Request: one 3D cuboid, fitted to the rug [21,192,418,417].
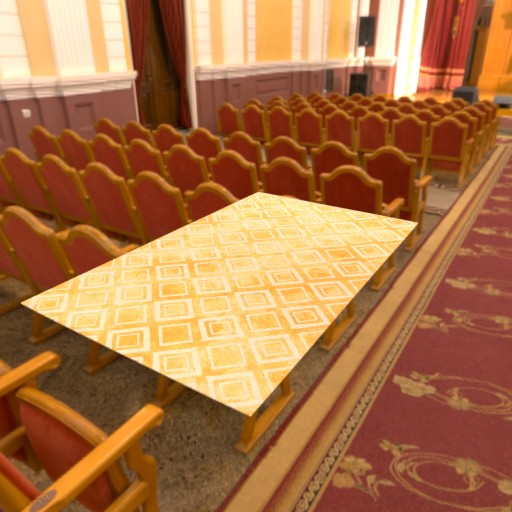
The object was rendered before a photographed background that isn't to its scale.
[{"bbox_3d":[0.000,0.000,2.967,1.511,0.010,2.424,15,29,29],"label":"rug"}]
